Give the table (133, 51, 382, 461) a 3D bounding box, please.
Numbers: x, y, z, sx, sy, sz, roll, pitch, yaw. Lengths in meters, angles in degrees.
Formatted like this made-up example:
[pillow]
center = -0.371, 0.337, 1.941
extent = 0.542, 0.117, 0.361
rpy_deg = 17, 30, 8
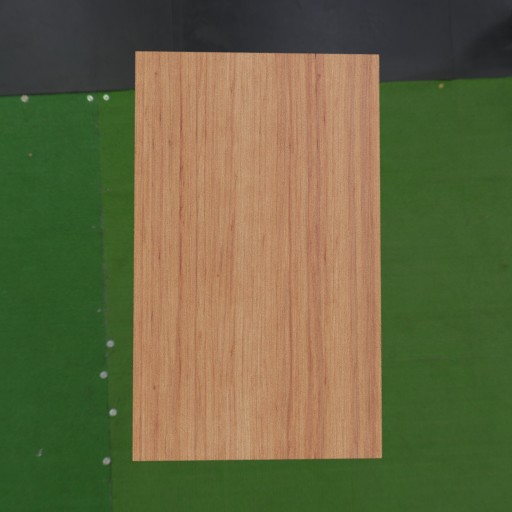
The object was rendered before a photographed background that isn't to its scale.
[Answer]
[table]
center = 0.000, 0.000, 1.476
extent = 0.695, 0.457, 1.146
rpy_deg = 0, 89, -2
